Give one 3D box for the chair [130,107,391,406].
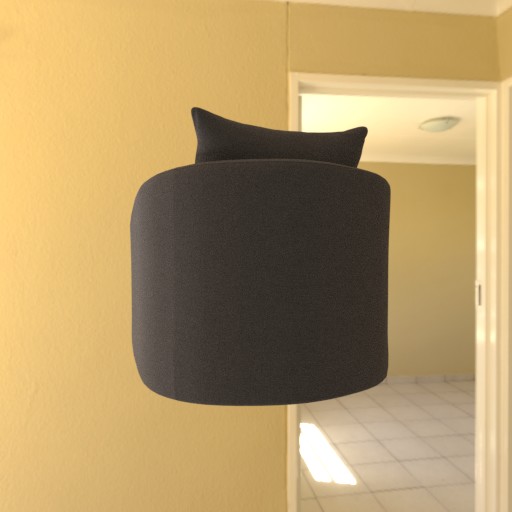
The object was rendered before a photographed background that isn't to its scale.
[{"bbox_3d":[0.000,0.000,1.594,0.845,0.848,0.910,0,0,-18],"label":"chair"}]
